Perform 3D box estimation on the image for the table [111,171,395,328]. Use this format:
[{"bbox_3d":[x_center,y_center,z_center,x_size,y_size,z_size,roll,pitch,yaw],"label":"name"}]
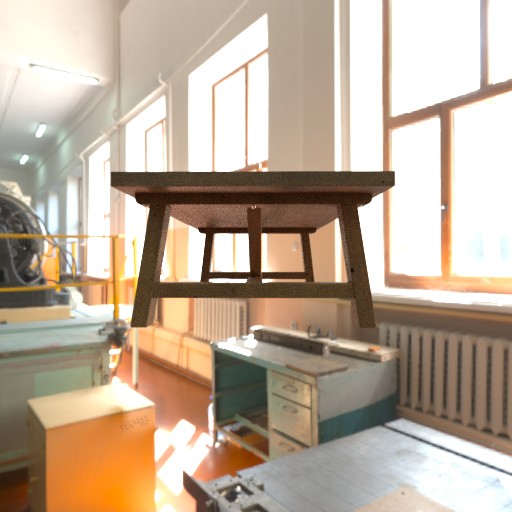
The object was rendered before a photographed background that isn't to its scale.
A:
[{"bbox_3d":[0.000,0.000,2.173,0.820,0.465,1.800,0,-1,1],"label":"table"}]
